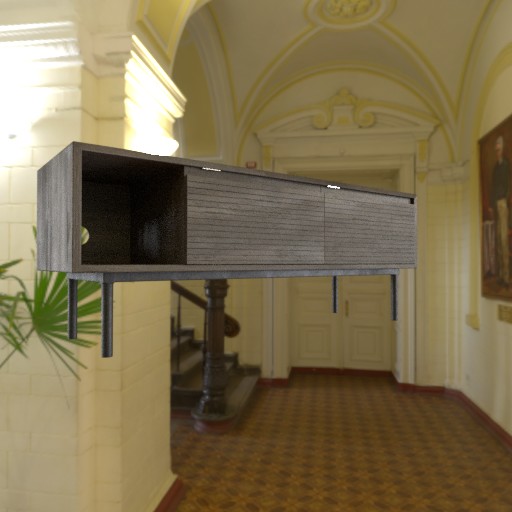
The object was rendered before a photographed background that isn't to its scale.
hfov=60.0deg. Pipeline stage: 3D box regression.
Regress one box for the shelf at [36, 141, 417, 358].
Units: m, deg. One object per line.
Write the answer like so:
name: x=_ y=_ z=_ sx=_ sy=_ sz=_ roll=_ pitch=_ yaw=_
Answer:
shelf: x=0.000 y=0.000 z=1.520 sx=1.300 sy=0.495 sz=0.400 roll=1 pitch=-1 yaw=-37
